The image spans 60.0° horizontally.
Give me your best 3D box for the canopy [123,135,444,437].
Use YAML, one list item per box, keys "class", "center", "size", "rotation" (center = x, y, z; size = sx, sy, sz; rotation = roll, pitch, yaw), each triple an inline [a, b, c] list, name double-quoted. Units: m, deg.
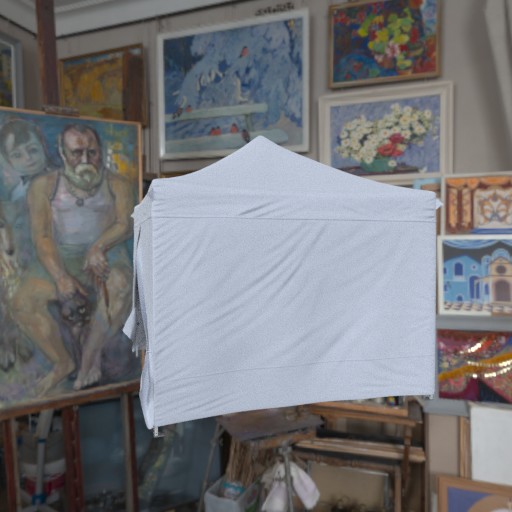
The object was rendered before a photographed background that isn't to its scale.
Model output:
- class: "canopy"
  center: [0.000, 0.000, 5.517]
  size: [3.121, 2.997, 3.043]
  rotation: [-1, 2, -18]
